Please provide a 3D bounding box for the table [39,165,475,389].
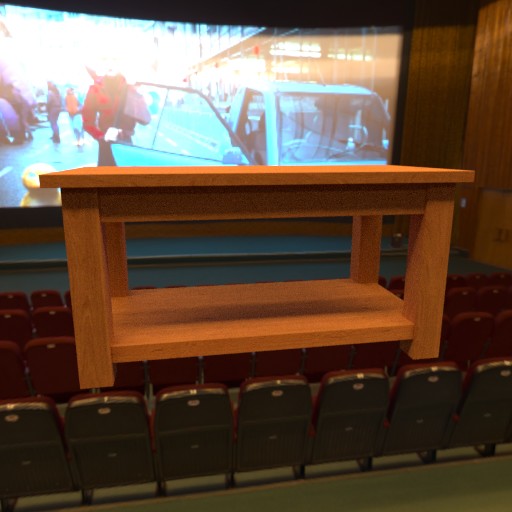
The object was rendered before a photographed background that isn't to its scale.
[{"bbox_3d":[0.000,0.000,1.165,0.899,0.452,0.450,-2,14,-10],"label":"table"}]
